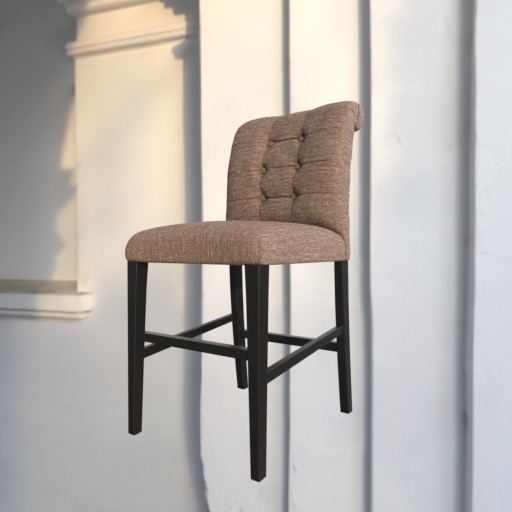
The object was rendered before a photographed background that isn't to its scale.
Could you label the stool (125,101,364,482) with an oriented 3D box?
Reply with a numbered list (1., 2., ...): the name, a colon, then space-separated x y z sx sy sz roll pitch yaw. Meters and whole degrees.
1. stool: 0.000 0.000 1.315 0.457 0.970 0.611 1 1 36
